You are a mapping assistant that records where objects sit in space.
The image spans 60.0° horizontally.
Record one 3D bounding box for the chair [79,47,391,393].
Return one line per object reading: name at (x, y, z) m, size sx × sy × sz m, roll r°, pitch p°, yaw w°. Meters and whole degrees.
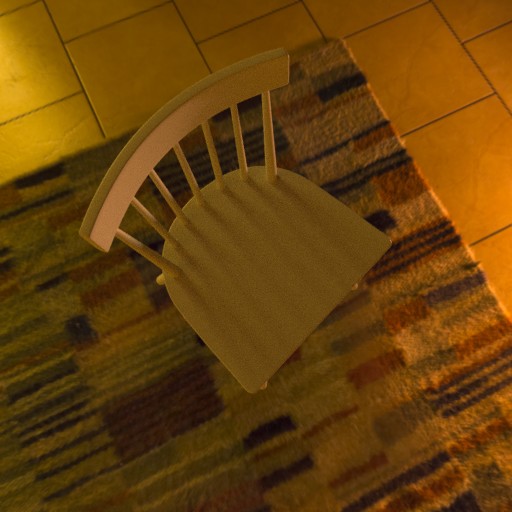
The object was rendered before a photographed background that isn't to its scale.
chair at (0.000, 0.000, 1.088) m, size 0.500 × 0.787 × 0.483 m, roll 43°, pitch 80°, yaw 9°
